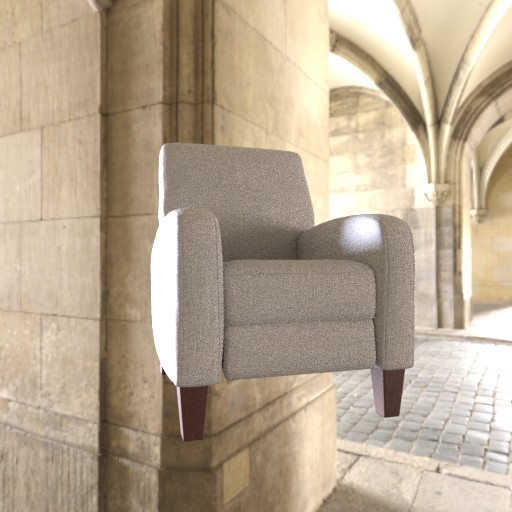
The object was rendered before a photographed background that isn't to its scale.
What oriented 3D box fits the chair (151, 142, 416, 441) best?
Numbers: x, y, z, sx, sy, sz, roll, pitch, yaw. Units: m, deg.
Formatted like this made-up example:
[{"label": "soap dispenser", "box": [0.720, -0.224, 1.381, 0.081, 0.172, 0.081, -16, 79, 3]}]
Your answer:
[{"label": "chair", "box": [0.000, 0.000, 1.675, 0.762, 0.990, 0.990, 0, 0, -17]}]
